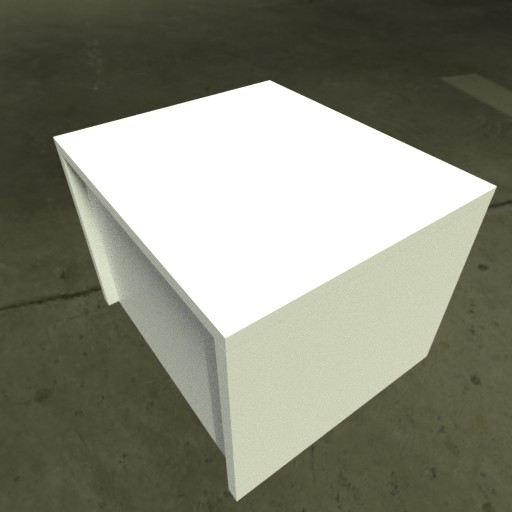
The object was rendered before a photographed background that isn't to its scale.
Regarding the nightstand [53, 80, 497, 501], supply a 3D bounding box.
[{"bbox_3d":[0.000,0.000,0.725,0.408,0.351,0.470,-26,47,-27],"label":"nightstand"}]
